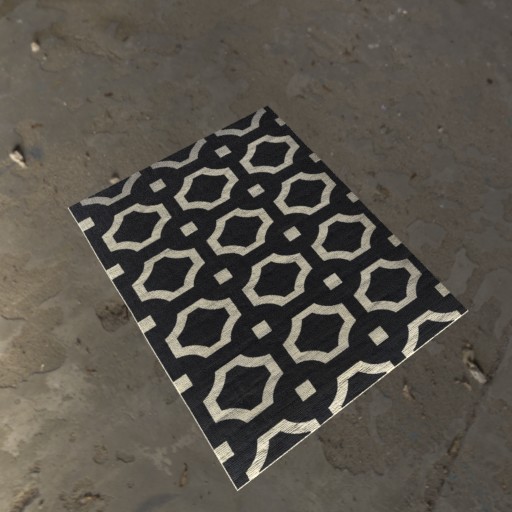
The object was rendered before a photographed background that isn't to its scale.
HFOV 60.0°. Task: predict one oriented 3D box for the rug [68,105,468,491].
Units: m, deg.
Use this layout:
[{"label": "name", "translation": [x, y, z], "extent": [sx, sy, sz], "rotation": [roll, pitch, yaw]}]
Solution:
[{"label": "rug", "translation": [0.000, 0.000, 4.176], "extent": [2.466, 0.021, 3.049], "rotation": [-32, 67, -15]}]
